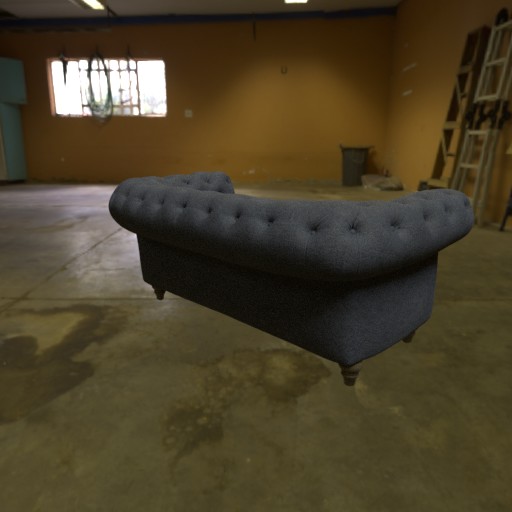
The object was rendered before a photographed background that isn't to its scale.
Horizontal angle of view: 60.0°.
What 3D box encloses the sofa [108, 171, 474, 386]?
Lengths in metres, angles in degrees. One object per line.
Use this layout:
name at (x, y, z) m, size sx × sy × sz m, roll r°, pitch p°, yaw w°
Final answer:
sofa at (0.000, 0.000, 2.519) m, size 1.082 × 0.833 × 1.988 m, roll -14°, pitch 20°, yaw -43°
